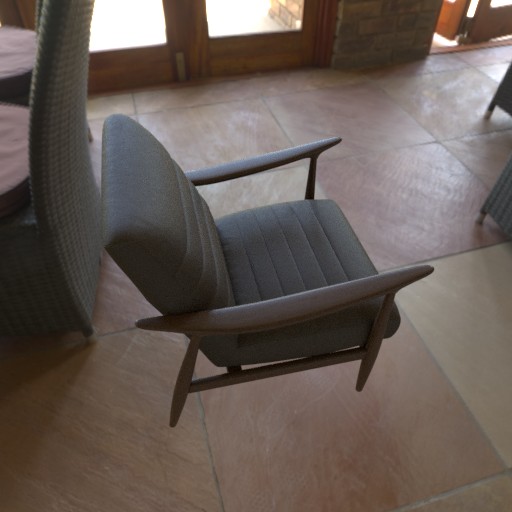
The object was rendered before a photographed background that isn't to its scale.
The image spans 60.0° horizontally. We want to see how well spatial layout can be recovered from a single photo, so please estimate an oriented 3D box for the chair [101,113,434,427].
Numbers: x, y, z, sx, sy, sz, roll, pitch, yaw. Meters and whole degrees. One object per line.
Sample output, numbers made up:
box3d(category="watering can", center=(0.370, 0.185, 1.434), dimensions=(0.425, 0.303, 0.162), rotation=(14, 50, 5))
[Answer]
box3d(category="chair", center=(0.000, 0.000, 1.448), dimensions=(0.798, 0.831, 0.741), rotation=(-10, 46, -9))
